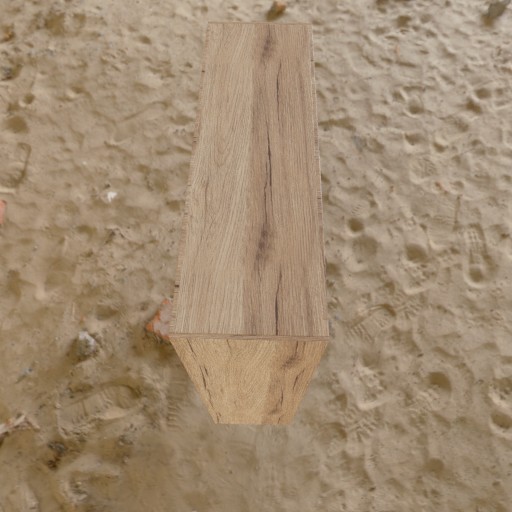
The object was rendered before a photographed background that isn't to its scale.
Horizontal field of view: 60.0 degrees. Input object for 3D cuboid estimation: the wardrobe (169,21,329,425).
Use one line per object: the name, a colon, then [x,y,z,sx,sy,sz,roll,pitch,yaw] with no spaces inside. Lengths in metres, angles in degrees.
wardrobe: [0.000,0.000,2.919,0.580,2.070,1.810,1,61,1]
